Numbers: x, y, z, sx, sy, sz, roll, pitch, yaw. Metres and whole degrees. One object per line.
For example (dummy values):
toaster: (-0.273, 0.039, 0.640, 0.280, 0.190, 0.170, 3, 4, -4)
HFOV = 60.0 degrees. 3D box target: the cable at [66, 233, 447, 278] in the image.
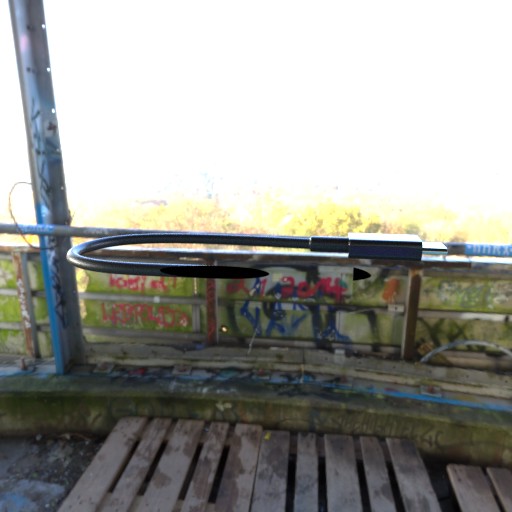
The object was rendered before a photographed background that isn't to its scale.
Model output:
cable: (0.000, 0.000, 0.113, 0.098, 0.006, 0.040, 2, 16, 9)
